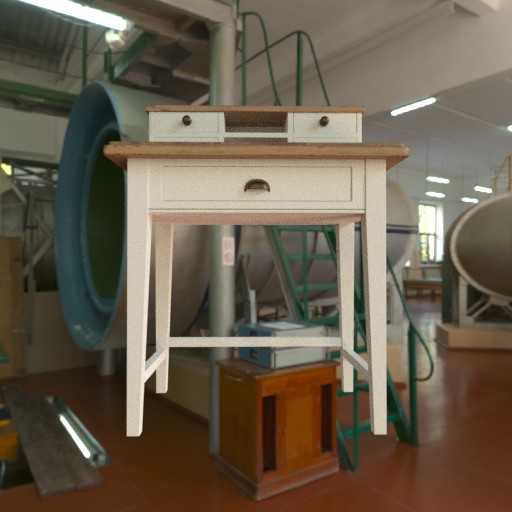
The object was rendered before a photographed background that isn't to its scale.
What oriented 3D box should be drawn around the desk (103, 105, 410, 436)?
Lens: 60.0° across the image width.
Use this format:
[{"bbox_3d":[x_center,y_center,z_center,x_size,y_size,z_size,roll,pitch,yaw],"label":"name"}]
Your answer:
[{"bbox_3d":[0.000,0.000,1.407,0.814,0.981,0.462,0,0,-1],"label":"desk"}]
